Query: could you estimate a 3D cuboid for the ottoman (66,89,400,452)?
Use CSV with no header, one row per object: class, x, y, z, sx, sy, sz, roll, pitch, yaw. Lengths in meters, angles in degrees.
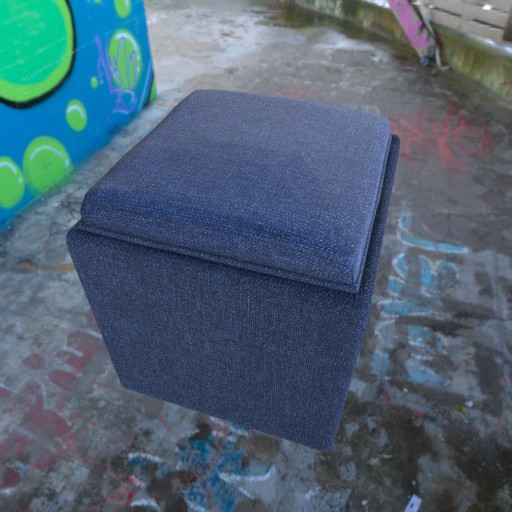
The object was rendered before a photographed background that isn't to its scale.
ottoman,0.000,0.000,0.852,0.436,0.493,0.454,13,45,13
